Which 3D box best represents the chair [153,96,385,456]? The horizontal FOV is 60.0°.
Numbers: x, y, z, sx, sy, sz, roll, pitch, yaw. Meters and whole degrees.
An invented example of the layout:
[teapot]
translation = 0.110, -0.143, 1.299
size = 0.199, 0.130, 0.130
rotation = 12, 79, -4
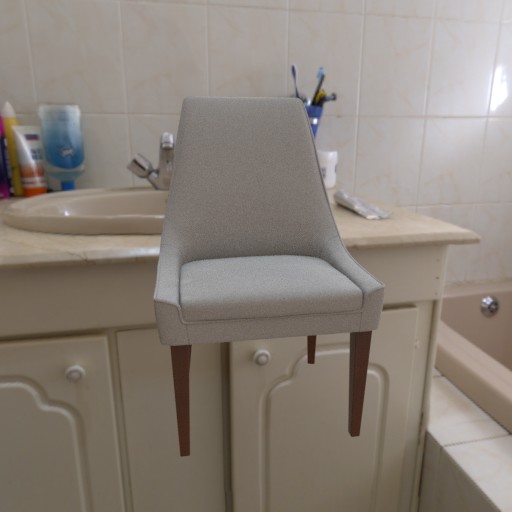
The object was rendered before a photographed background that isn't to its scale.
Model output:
[chair]
translation = 0.000, 0.000, 1.219
size = 0.529, 0.861, 0.544
rotation = -3, 16, -9
